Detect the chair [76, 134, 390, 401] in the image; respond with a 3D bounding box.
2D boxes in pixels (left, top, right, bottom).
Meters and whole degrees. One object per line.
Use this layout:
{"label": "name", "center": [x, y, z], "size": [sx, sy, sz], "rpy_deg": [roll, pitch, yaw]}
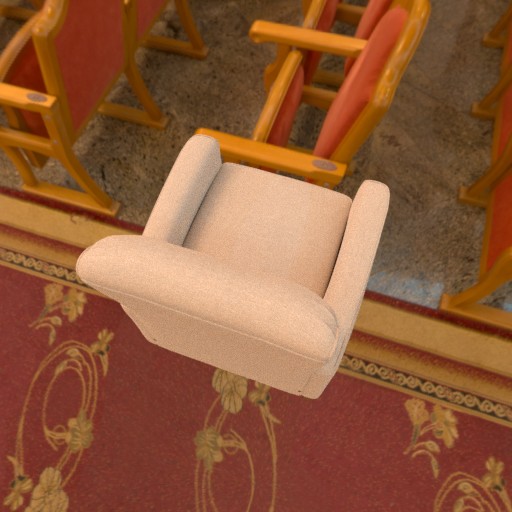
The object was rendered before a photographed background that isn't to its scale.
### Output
{"label": "chair", "center": [0.000, 0.000, 1.660], "size": [0.841, 1.023, 0.858], "rpy_deg": [17, 64, 9]}
